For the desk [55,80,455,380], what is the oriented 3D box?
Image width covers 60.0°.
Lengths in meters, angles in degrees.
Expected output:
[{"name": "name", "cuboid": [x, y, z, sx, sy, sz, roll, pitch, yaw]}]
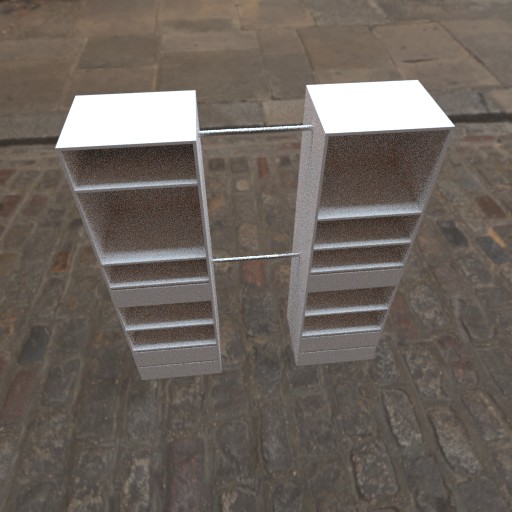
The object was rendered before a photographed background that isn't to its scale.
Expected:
[{"name": "desk", "cuboid": [0.000, 0.000, 2.837, 1.770, 2.000, 0.480, -4, 46, -4]}]
